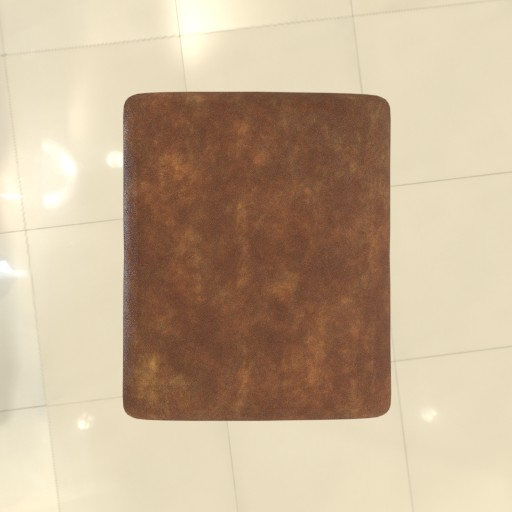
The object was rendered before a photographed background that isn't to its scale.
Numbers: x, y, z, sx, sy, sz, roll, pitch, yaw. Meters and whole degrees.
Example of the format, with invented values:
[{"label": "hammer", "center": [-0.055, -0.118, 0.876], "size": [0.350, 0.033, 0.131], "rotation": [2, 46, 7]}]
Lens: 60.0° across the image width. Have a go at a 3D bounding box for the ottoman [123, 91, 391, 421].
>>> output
[{"label": "ottoman", "center": [0.000, 0.000, 1.146], "size": [0.603, 0.476, 0.751], "rotation": [0, 90, -1]}]
